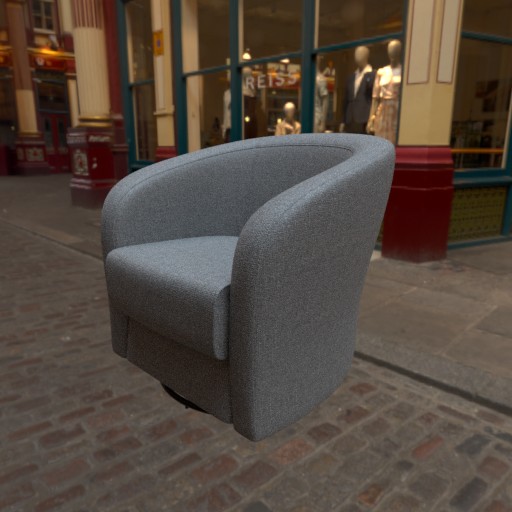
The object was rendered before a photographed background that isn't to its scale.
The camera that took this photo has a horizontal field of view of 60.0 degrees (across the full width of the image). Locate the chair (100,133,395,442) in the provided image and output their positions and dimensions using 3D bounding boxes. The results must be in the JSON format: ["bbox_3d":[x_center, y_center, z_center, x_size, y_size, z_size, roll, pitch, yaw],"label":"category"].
[{"bbox_3d":[0.000,0.000,1.433,0.791,0.771,0.815,14,20,42],"label":"chair"}]
